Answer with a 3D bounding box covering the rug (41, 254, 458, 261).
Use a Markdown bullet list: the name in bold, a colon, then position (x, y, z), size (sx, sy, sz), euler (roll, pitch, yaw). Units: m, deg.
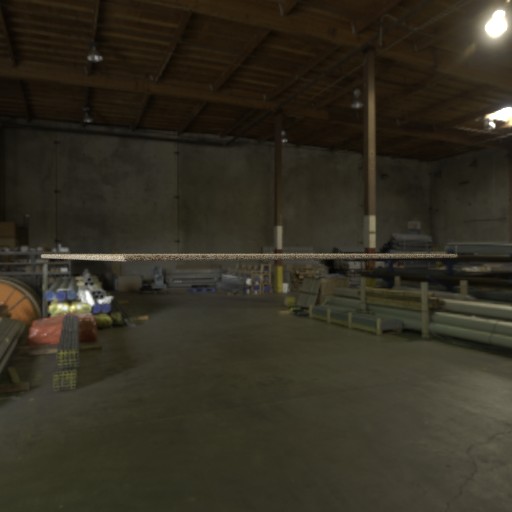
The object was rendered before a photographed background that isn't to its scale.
- **rug**: position (0.000, 0.000, 3.456), size (2.743, 0.030, 1.778), euler (0, 0, -37)
